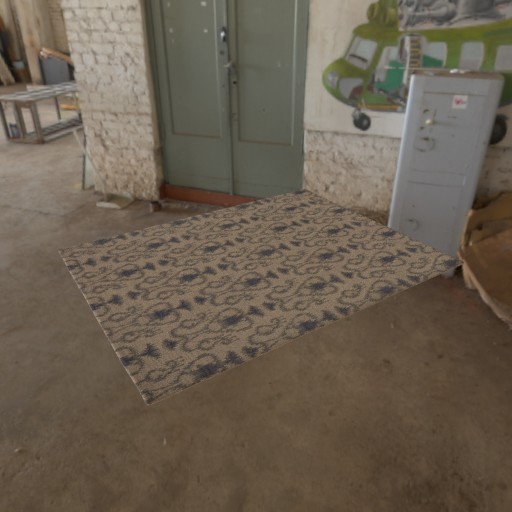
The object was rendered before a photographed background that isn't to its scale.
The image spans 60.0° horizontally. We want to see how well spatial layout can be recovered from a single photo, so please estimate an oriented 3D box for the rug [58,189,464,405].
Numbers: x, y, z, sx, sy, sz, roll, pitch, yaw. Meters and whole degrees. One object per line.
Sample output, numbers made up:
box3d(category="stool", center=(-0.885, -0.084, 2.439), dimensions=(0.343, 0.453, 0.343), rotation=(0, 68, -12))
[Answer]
box3d(category="rug", center=(0.000, 0.000, 4.359), dimensions=(3.205, 0.015, 2.437), rotation=(-18, 33, -29))
